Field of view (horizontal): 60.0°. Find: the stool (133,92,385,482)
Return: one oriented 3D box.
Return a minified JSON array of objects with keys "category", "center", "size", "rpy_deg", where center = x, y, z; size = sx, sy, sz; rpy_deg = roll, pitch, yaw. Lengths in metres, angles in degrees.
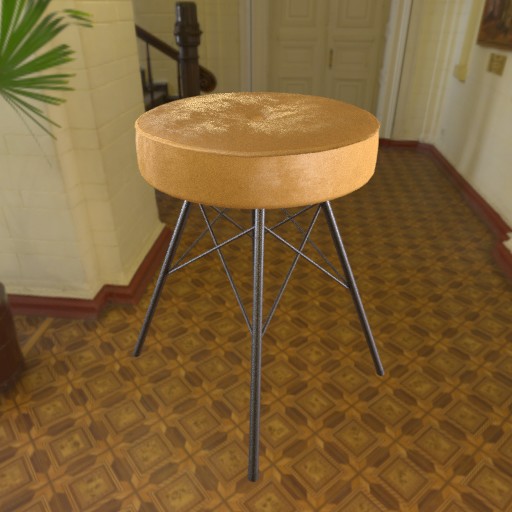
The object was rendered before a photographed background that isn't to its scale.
[{"category":"stool","center":[0.000,0.000,0.922],"size":[0.438,0.595,0.472],"rpy_deg":[-22,37,-33]}]
